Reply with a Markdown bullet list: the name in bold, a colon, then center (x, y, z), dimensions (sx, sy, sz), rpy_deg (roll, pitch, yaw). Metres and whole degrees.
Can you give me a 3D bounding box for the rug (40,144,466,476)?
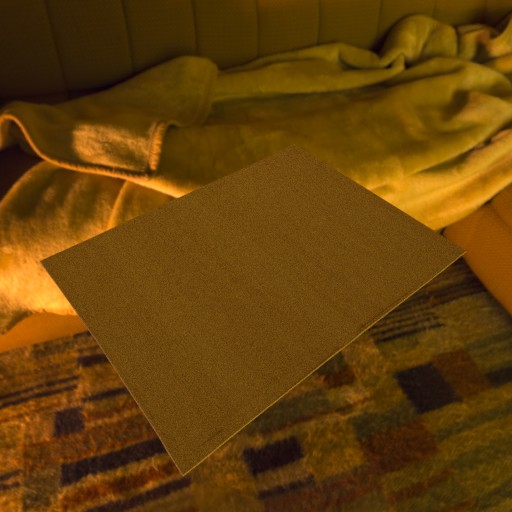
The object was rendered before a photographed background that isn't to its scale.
- **rug**: center (0.000, 0.000, 4.155), dimensions (3.202, 0.045, 2.434), rpy_deg (-30, 53, -26)
